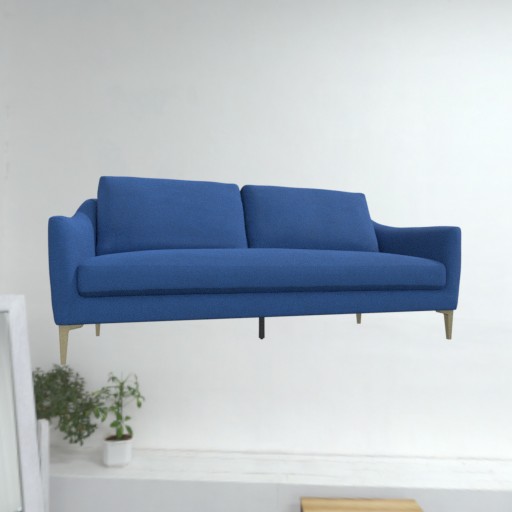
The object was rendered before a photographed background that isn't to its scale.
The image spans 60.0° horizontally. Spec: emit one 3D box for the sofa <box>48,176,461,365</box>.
[{"bbox_3d":[0.000,0.000,2.494,2.036,0.903,0.960,0,-1,-18],"label":"sofa"}]
